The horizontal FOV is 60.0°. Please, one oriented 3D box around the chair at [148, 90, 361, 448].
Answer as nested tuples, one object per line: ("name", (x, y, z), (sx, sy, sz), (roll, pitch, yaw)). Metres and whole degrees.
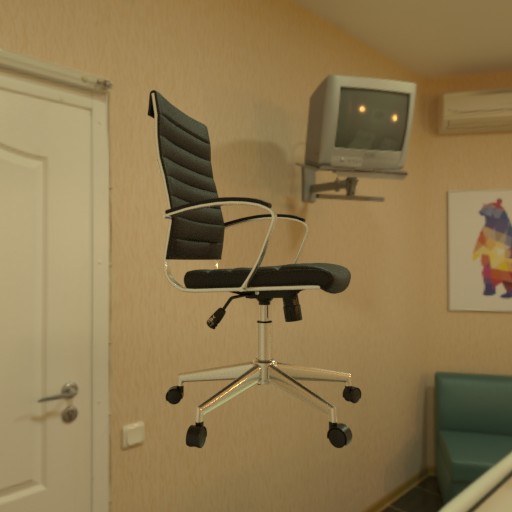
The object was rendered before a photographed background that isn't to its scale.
("chair", (0.000, 0.000, 1.645), (0.739, 1.149, 0.766), (0, -1, 18))
